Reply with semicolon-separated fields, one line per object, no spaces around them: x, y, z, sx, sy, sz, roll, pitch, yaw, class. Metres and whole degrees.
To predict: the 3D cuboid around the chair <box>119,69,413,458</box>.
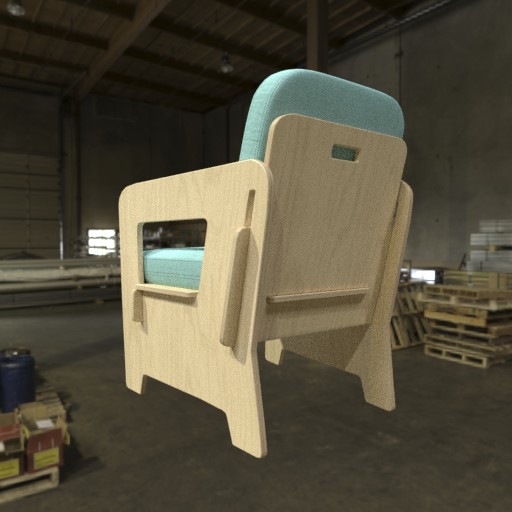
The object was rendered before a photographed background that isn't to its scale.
0.000;0.000;1.256;0.590;0.800;0.710;-1;2;-37;chair
